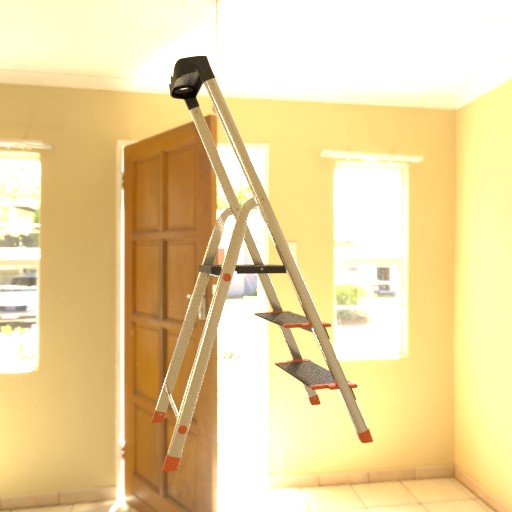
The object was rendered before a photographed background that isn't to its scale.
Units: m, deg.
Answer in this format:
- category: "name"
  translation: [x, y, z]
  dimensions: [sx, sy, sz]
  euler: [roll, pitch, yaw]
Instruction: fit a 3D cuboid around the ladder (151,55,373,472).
- category: "ladder"
  translation: [0.000, 0.000, 1.557]
  dimensions: [0.686, 1.229, 0.416]
  euler: [0, 0, -18]
